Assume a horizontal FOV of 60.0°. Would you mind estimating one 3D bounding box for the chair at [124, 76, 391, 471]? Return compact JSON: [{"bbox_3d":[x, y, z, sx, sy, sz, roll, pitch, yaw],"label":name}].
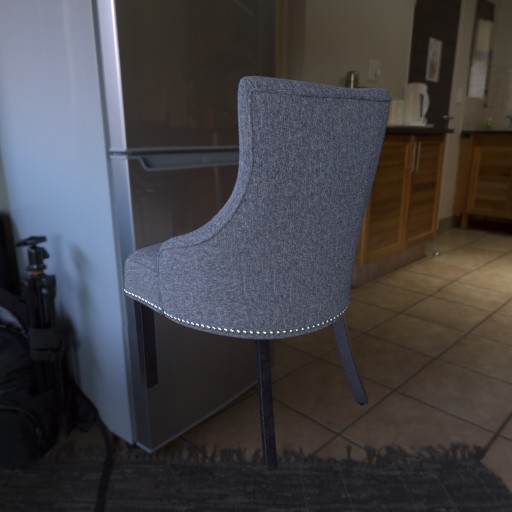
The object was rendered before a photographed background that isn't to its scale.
[{"bbox_3d":[0.000,0.000,1.289,0.566,0.909,0.629,-15,22,-41],"label":"chair"}]
